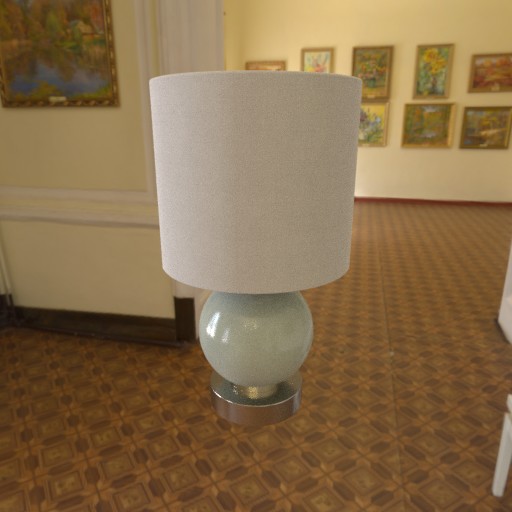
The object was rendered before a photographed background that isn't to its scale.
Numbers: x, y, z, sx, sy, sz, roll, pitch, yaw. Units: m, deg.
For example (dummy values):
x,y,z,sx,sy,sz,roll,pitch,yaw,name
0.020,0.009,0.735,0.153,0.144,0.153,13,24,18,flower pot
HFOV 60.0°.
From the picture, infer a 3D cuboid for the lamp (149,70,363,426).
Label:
x,y,z,sx,sy,sz,roll,pitch,yaw,name
0.000,0.000,0.479,0.201,0.353,0.201,8,19,25,lamp
